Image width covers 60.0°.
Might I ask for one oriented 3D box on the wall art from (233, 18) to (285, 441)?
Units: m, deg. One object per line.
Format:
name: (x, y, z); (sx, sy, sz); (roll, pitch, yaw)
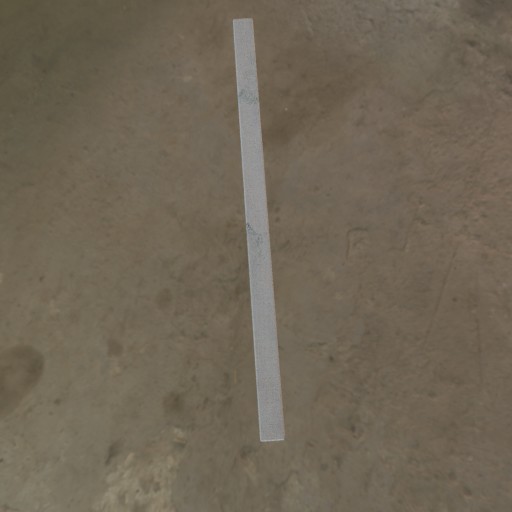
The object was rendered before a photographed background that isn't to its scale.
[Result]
wall art: (0.000, 0.000, 1.136); (0.038, 0.762, 0.762); (-4, 77, -1)
